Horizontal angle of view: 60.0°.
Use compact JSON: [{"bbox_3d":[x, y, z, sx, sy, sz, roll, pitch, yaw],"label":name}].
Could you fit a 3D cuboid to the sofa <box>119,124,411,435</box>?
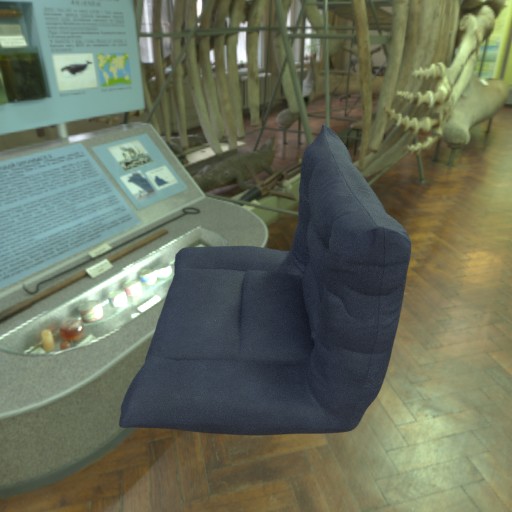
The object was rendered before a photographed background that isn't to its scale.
[{"bbox_3d":[0.000,0.000,1.700,0.849,0.778,1.122,0,27,0],"label":"sofa"}]
